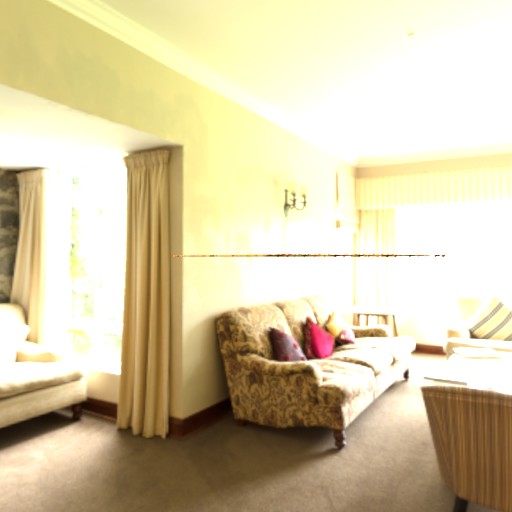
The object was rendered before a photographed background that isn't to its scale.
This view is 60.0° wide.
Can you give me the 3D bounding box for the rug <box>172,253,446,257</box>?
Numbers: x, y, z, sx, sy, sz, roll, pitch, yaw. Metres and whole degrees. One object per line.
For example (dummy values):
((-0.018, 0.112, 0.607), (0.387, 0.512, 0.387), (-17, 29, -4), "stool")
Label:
((0.000, 0.000, 2.958), (0.763, 0.015, 2.682), (0, 0, -18), "rug")
